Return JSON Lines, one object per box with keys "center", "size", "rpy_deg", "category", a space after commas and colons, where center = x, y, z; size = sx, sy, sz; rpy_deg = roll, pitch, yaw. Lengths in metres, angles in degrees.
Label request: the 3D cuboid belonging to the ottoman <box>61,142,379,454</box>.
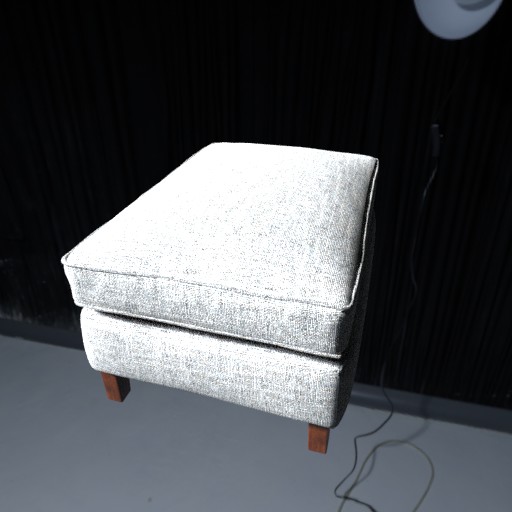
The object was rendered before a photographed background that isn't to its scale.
{"center": [0.000, 0.000, 0.998], "size": [0.508, 0.406, 0.686], "rpy_deg": [9, 32, 14], "category": "ottoman"}
